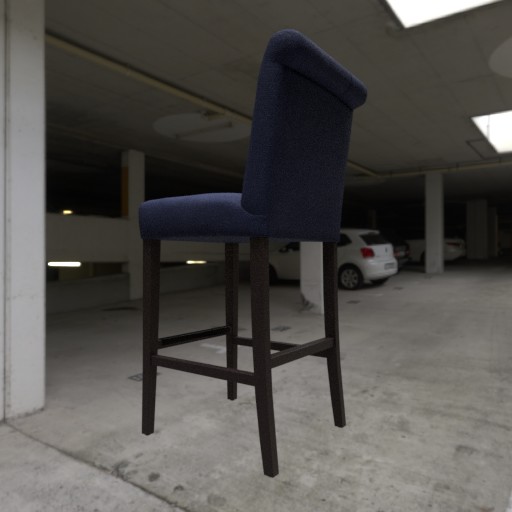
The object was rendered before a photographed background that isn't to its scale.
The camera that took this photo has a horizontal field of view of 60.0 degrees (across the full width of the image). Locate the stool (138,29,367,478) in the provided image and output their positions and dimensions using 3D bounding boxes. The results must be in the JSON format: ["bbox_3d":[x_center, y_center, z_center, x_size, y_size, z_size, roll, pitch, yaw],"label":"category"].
[{"bbox_3d":[0.000,0.000,1.431,0.601,1.140,0.493,0,0,36],"label":"stool"}]
